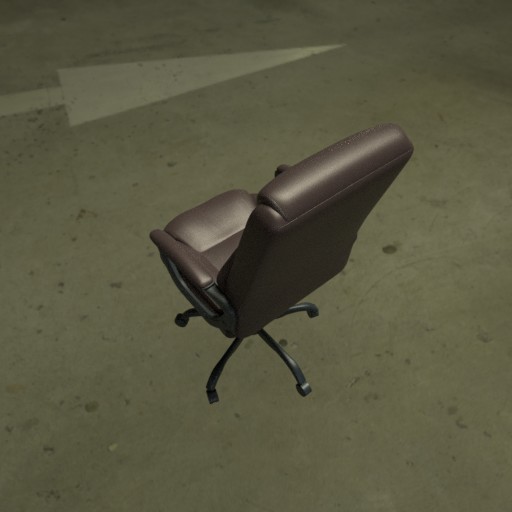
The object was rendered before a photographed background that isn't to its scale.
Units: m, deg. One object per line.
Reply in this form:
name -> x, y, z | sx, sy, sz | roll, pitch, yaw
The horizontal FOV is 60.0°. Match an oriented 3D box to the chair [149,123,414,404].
chair -> 0.000, 0.000, 1.468 | 0.615, 1.072, 0.655 | -32, 54, -26
